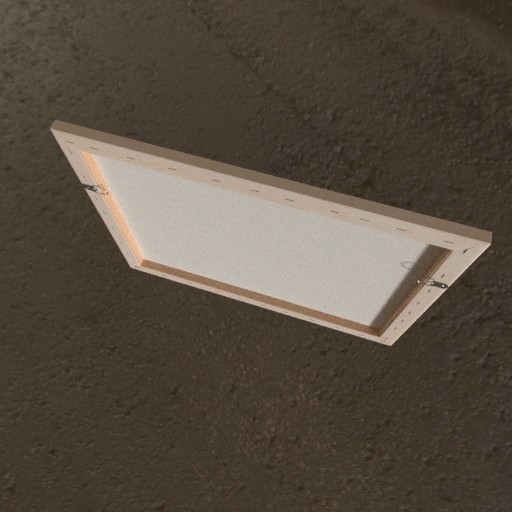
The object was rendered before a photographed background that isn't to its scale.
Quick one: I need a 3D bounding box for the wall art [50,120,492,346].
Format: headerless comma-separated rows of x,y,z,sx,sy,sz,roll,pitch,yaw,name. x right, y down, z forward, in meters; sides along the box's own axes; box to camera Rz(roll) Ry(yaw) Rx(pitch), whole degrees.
0.000,0.000,1.583,1.219,0.912,0.042,16,64,8,wall art
